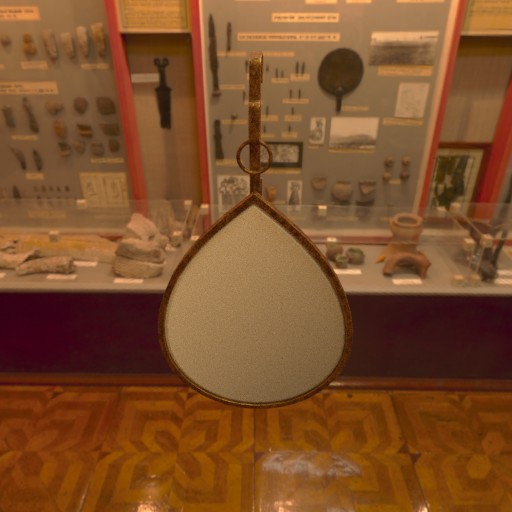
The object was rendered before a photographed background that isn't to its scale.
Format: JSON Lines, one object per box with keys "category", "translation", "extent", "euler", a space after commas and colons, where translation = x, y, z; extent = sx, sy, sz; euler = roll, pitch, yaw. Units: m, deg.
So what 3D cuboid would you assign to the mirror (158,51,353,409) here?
{"category": "mirror", "translation": [0.000, 0.000, 0.900], "extent": [0.405, 0.744, 0.144], "euler": [1, 30, 2]}
